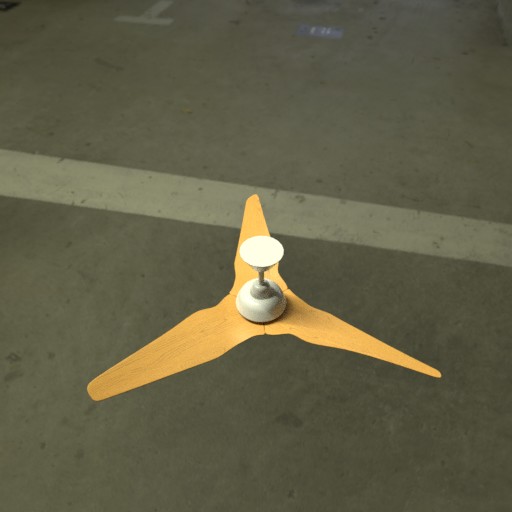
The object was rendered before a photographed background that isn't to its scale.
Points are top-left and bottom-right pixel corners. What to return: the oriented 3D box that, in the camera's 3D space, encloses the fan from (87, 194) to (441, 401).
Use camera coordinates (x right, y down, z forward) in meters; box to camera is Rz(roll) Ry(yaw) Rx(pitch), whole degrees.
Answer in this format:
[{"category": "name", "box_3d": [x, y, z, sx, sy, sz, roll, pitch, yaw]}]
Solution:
[{"category": "fan", "box_3d": [0.000, 0.000, 1.680, 1.142, 0.355, 1.010, -3, 45, -3]}]
